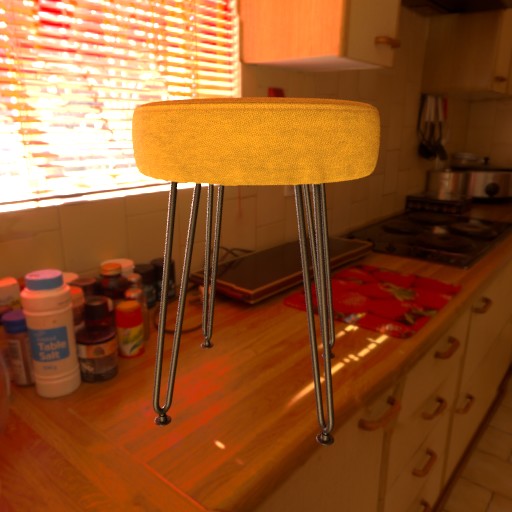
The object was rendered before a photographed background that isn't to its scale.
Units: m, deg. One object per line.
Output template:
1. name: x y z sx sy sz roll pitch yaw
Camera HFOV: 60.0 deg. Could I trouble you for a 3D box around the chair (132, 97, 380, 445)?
1. chair: 0.000 0.000 0.689 0.345 0.455 0.345 3 17 10
